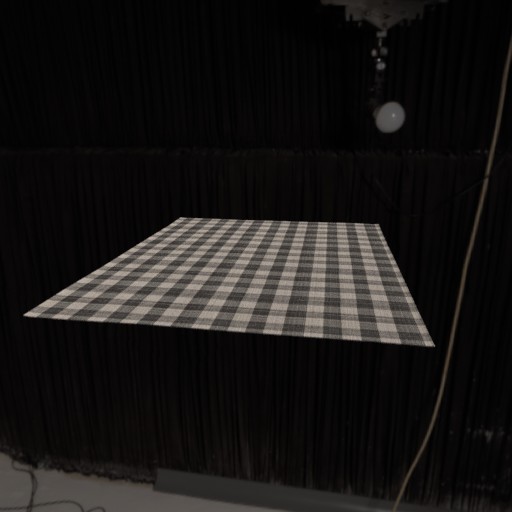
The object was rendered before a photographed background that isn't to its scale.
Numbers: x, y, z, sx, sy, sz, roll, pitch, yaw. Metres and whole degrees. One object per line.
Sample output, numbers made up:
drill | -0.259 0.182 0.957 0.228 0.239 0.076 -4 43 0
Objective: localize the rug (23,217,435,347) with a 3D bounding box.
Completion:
rug | 0.000 0.000 3.985 2.432 0.013 3.021 3 17 9
